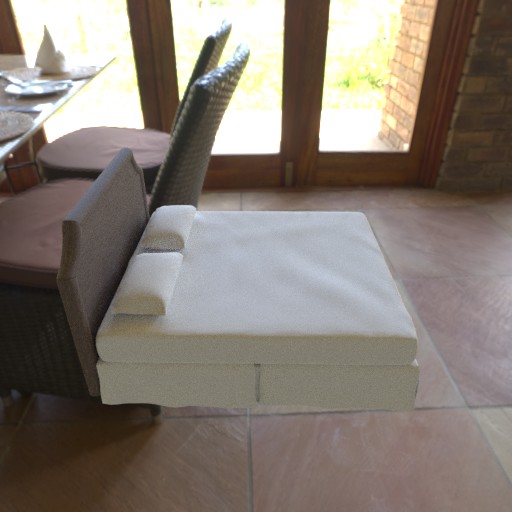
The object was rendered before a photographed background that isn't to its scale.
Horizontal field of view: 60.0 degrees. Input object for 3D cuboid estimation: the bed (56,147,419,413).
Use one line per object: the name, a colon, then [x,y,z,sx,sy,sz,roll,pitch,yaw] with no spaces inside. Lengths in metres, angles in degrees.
bed: [0.000,0.000,4.254,2.773,1.590,2.350,0,32,1]
